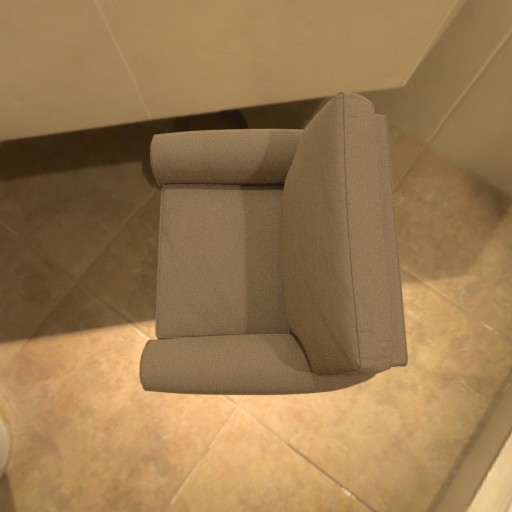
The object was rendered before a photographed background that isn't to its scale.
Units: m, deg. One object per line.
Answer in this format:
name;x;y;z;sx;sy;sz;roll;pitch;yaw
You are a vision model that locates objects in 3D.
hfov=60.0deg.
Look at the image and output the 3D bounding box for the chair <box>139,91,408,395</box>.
chair;0.000;0.000;1.899;0.988;1.017;1.135;-1;76;0
